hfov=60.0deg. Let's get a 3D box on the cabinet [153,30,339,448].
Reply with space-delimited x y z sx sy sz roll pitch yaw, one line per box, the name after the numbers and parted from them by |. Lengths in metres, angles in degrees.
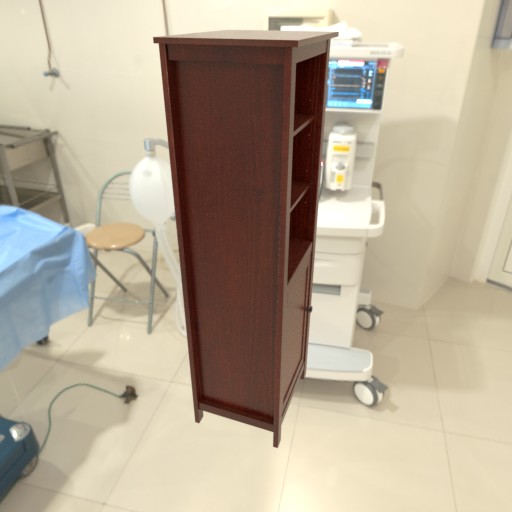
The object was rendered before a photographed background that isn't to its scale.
0.000 0.000 1.693 0.401 1.518 0.500 10 31 18 | cabinet
